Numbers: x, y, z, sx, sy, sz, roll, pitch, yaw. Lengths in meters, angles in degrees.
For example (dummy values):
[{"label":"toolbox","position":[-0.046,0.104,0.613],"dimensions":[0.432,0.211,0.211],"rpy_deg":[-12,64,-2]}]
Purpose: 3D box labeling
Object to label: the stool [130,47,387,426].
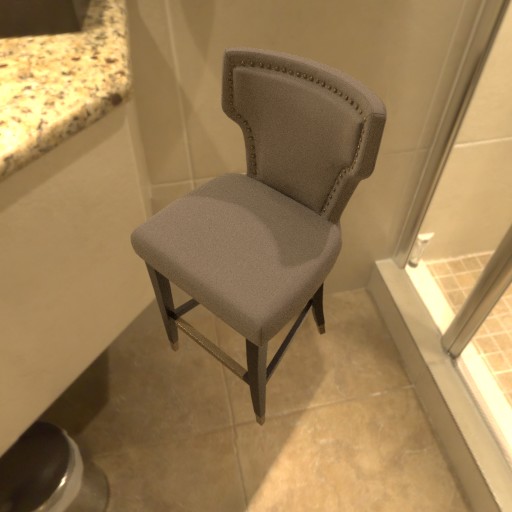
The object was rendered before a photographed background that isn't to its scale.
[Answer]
[{"label":"stool","position":[0.000,0.000,1.435],"dimensions":[0.526,1.092,0.563],"rpy_deg":[33,57,25]}]
